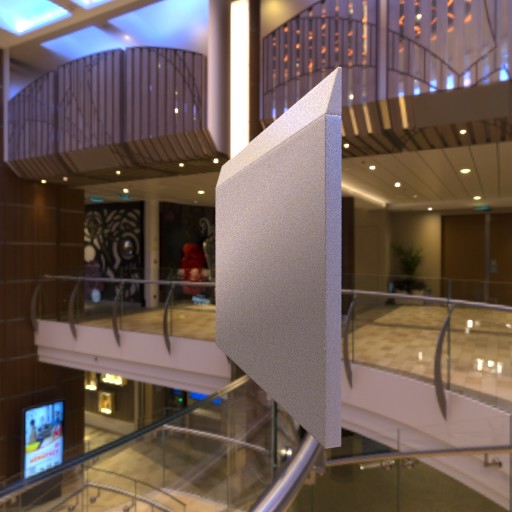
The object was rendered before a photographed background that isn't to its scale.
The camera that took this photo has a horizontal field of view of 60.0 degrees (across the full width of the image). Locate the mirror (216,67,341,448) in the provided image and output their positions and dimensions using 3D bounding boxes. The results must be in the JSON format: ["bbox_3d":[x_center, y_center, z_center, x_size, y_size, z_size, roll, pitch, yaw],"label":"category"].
[{"bbox_3d":[0.000,0.000,1.147,0.030,0.630,0.870,0,0,-17],"label":"mirror"}]
